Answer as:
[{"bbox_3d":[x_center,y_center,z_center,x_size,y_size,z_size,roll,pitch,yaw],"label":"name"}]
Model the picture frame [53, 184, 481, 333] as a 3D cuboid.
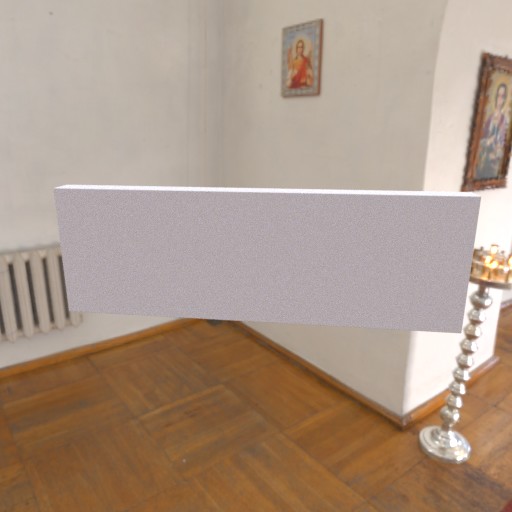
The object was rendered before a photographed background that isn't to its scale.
[{"bbox_3d":[0.000,0.000,0.840,0.759,0.250,0.050,2,17,7],"label":"picture frame"}]
